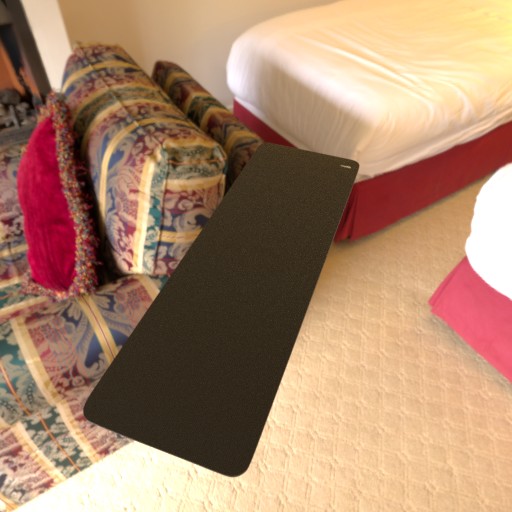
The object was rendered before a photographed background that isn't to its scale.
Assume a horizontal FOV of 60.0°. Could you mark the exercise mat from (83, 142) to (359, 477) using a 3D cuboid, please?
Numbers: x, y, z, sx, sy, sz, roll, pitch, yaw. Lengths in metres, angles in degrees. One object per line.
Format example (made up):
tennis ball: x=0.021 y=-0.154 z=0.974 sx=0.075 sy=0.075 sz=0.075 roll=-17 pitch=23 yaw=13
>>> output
exercise mat: x=0.000 y=0.000 z=2.055 sx=0.616 sy=0.021 sz=1.869 roll=15 pitch=48 yaw=14
